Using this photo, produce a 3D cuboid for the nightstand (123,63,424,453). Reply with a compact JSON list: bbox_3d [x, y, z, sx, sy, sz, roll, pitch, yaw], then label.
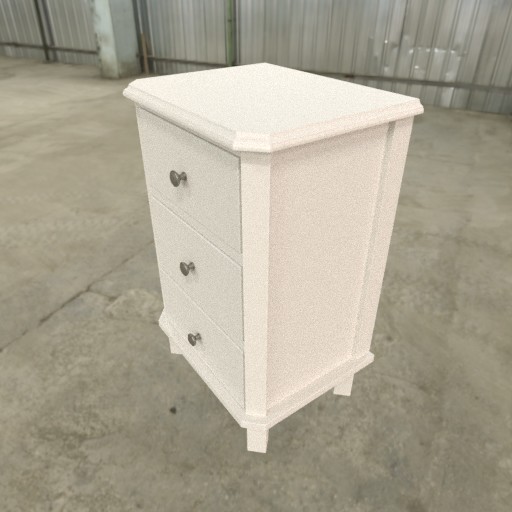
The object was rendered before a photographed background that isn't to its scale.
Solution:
[{"bbox_3d":[0.000,0.000,0.948,0.351,0.681,0.435,-22,39,-30],"label":"nightstand"}]
